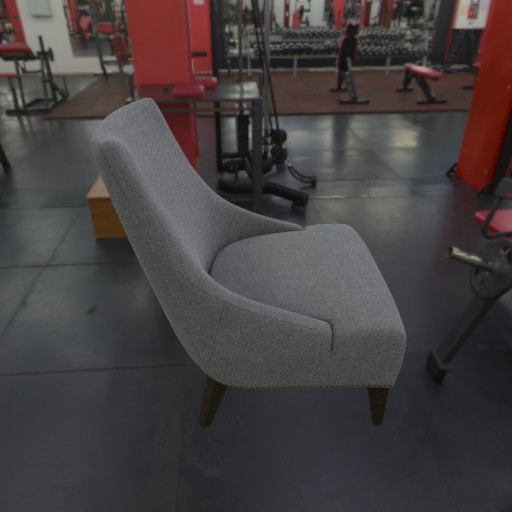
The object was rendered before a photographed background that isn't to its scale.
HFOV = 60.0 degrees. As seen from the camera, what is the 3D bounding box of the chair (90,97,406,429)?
[{"bbox_3d":[0.000,0.000,1.458,0.861,0.909,0.701,-1,30,-2],"label":"chair"}]
